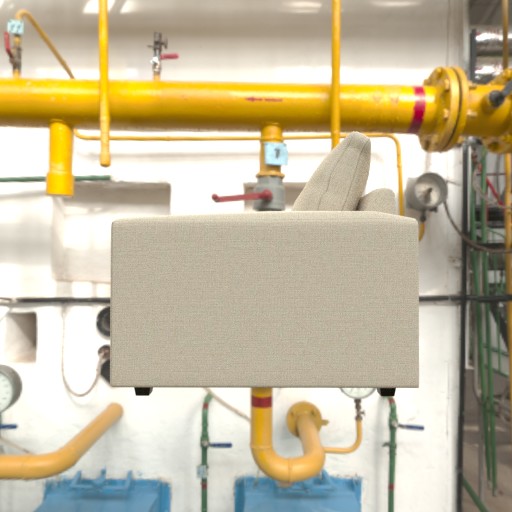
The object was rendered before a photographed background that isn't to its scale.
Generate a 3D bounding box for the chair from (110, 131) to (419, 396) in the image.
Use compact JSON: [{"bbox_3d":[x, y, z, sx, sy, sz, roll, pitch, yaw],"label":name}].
[{"bbox_3d":[0.000,0.000,2.088,1.039,0.915,1.398,0,-1,0],"label":"chair"}]
